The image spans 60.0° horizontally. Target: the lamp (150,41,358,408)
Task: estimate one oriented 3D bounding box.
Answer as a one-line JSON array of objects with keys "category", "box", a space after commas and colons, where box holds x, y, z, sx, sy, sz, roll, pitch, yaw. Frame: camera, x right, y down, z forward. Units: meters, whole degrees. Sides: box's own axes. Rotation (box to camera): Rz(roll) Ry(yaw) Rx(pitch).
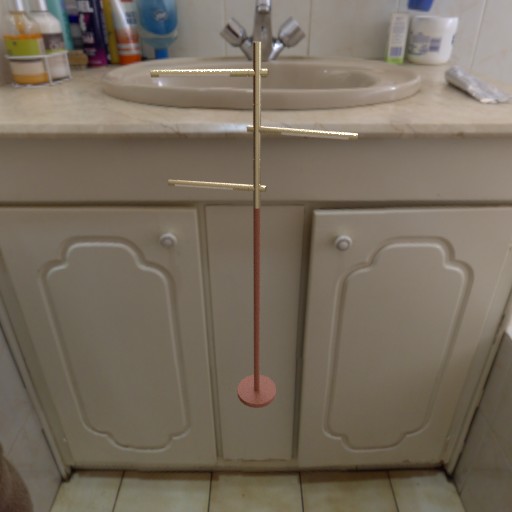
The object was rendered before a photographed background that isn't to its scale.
[{"category": "lamp", "box": [0.000, 0.000, 1.952, 0.737, 1.704, 0.209, 1, 31, 2]}]
